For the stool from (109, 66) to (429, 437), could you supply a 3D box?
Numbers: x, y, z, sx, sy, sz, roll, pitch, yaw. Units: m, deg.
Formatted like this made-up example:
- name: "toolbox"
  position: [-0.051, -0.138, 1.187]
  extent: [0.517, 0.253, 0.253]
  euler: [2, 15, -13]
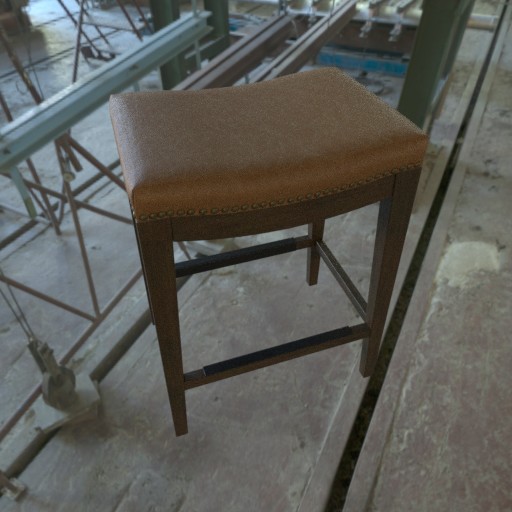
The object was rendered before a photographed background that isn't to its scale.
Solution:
- name: "stool"
  position: [0.000, 0.000, 0.965]
  extent: [0.500, 0.660, 0.361]
  euler: [-13, 44, -14]
